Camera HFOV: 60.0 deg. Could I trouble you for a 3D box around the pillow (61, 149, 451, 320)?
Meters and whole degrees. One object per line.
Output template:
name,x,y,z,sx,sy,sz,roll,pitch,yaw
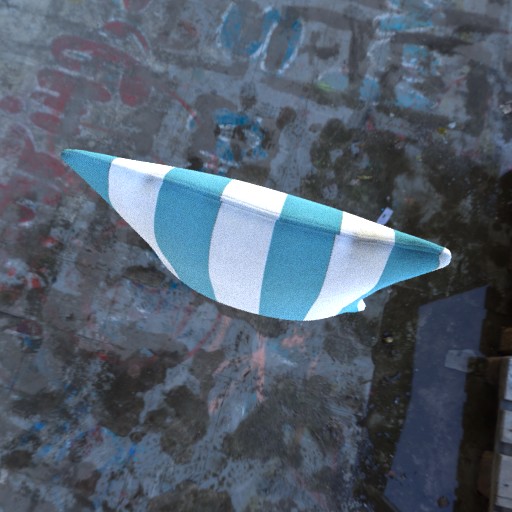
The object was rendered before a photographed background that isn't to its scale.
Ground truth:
pillow,0.000,0.000,0.818,0.536,0.526,0.189,15,77,3
